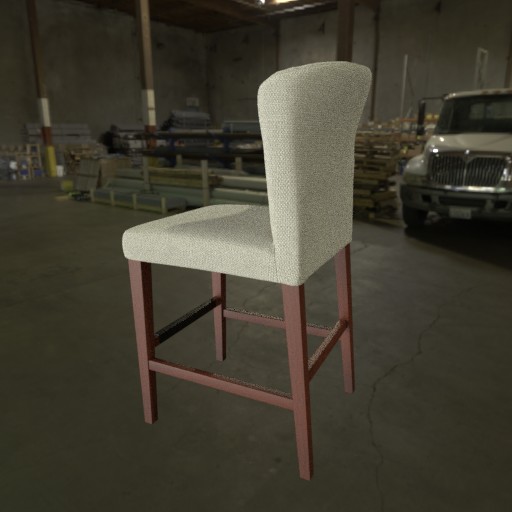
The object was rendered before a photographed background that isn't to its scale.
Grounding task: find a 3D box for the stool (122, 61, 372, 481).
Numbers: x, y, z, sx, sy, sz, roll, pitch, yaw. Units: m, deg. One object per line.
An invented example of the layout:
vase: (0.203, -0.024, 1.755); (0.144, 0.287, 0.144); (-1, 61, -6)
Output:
stool: (0.000, 0.000, 1.250); (0.568, 0.969, 0.481); (8, 17, 25)
